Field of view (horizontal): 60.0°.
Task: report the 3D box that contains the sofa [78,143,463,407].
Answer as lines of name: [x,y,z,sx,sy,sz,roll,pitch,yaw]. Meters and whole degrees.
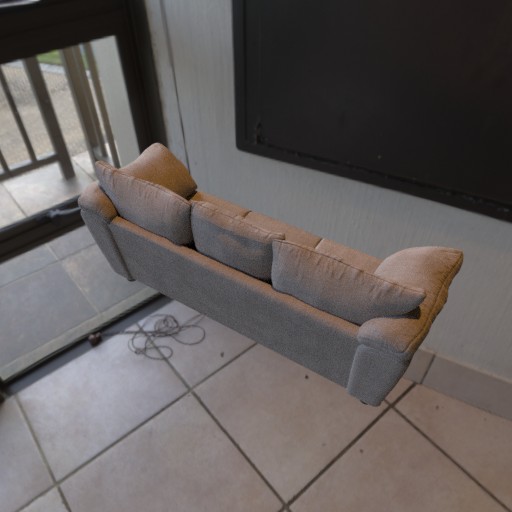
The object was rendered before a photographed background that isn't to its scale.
sofa: [0.000,0.000,2.926,2.334,0.996,0.878,23,49,22]
